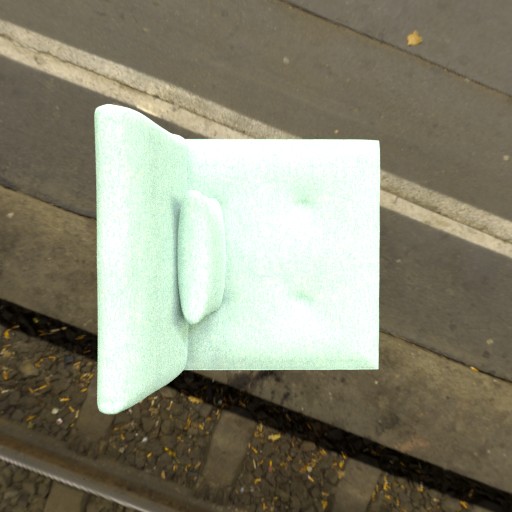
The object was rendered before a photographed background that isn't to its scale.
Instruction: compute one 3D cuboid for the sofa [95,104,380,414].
[{"bbox_3d":[0.000,0.000,1.680,1.000,0.820,0.930,0,92,-1],"label":"sofa"}]
